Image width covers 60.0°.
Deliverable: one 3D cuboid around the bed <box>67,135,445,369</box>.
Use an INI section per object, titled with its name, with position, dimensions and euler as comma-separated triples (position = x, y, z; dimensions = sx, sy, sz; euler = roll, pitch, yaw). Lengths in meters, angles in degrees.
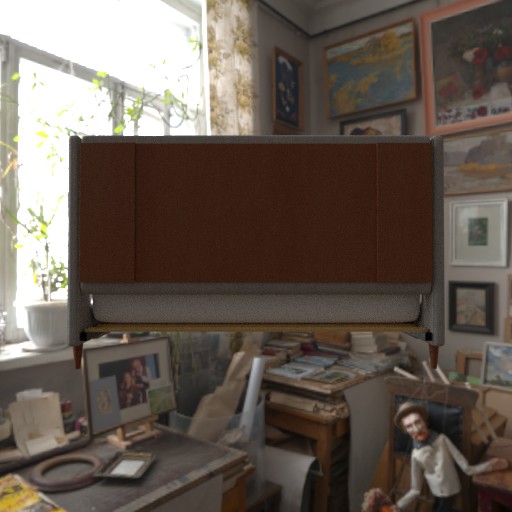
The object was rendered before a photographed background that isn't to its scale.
[bed]
position = 0.000, 0.000, 3.554
dimensions = 2.062, 1.289, 2.342
euler = 0, -1, 0
